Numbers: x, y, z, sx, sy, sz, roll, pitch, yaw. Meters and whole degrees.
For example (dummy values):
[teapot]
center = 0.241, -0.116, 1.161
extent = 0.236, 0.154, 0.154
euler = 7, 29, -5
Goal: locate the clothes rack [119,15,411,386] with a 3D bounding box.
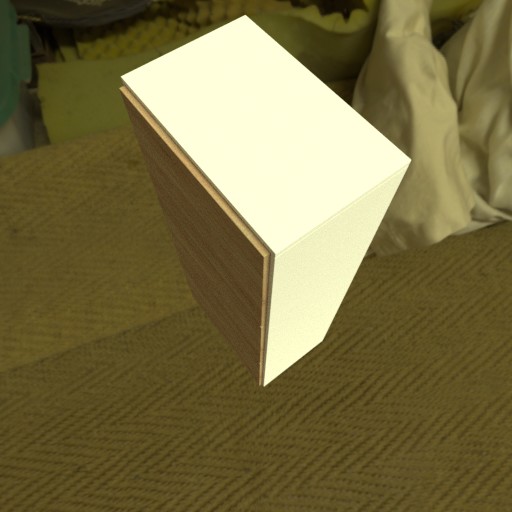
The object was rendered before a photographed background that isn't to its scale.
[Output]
[clothes rack]
center = 0.000, 0.000, 1.372
extent = 0.331, 1.187, 0.500
euler = -34, 68, -16
